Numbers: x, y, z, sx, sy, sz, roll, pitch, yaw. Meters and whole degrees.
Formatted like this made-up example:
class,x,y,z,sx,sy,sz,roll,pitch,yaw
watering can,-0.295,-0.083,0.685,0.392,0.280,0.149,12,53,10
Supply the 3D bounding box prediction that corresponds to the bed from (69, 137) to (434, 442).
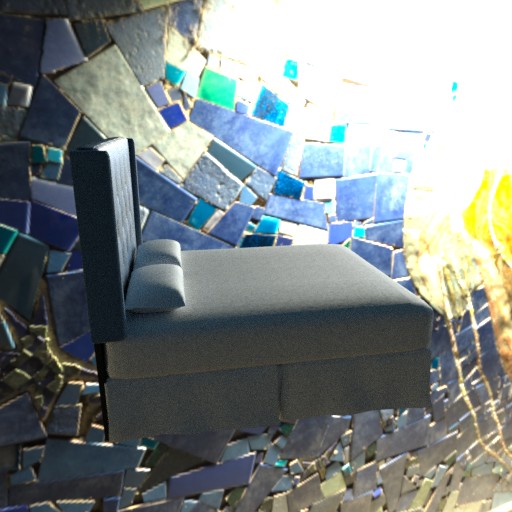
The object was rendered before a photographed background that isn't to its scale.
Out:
class,x,y,z,sx,sy,sz,roll,pitch,yaw
bed,0.000,0.000,3.247,2.078,1.665,1.719,-3,17,-10
